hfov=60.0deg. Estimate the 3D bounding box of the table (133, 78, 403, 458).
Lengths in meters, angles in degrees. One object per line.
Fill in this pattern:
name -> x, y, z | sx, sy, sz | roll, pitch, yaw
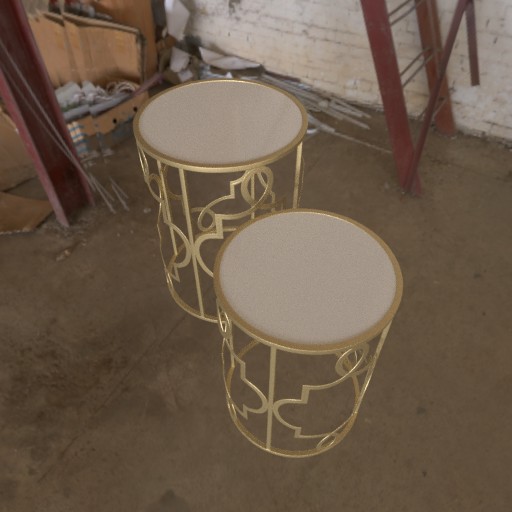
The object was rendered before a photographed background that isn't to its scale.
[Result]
table -> 0.000, 0.000, 1.142 | 0.420, 0.564, 0.846 | -17, 49, -16
